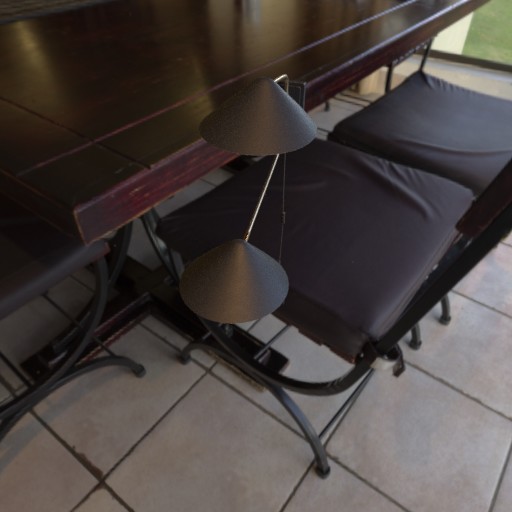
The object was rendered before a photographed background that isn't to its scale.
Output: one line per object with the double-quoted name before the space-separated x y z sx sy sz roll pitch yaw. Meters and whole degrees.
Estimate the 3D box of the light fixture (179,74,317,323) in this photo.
"light fixture" 0.000 0.000 0.875 0.189 0.665 0.422 12 43 14
